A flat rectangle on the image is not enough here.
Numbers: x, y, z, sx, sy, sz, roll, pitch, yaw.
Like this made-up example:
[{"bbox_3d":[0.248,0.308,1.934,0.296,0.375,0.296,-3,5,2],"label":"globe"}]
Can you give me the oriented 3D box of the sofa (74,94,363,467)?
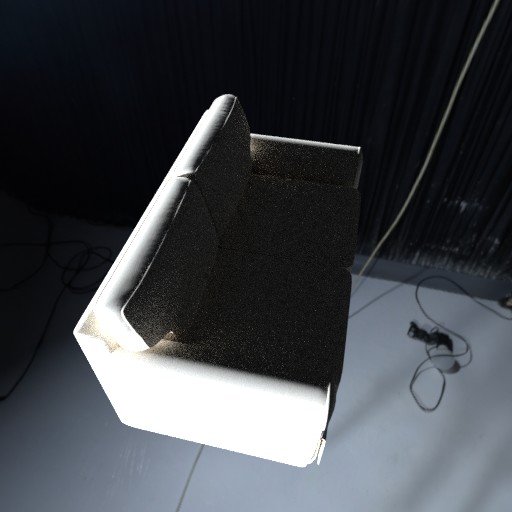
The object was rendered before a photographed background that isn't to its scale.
[{"bbox_3d":[0.000,0.000,2.292,0.991,0.940,1.727,10,48,9],"label":"sofa"}]
